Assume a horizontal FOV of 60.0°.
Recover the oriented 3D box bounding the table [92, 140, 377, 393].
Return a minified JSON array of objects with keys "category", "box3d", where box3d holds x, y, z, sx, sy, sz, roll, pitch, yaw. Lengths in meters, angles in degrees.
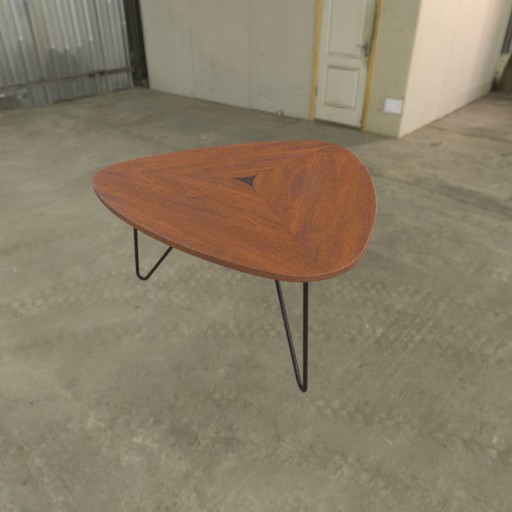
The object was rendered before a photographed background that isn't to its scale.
[{"category":"table","box3d":[0.000,0.000,1.319,0.833,0.413,0.821,-11,34,-17]}]
